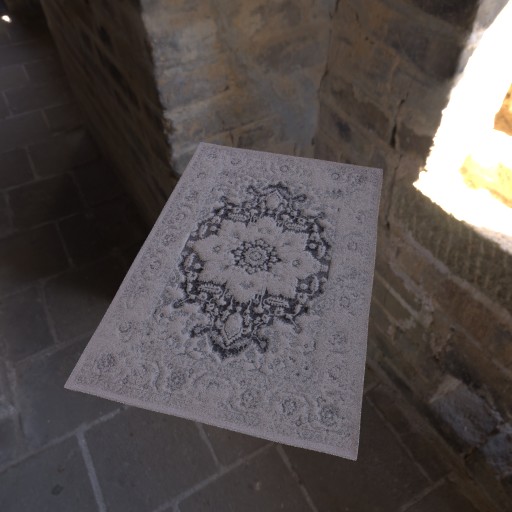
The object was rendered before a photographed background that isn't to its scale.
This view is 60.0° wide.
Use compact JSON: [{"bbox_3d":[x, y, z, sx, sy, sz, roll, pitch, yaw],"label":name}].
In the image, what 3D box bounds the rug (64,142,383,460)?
[{"bbox_3d":[0.000,0.000,2.339,1.223,0.008,1.813,10,50,9],"label":"rug"}]
